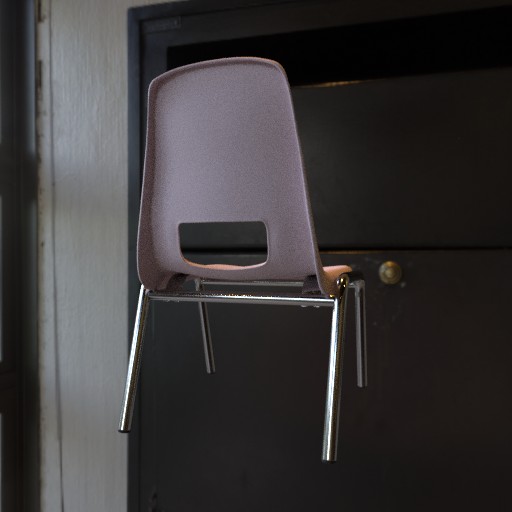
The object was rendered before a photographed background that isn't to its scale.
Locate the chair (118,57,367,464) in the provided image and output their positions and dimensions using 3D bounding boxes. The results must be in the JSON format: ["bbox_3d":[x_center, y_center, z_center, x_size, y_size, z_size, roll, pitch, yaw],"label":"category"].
[{"bbox_3d":[0.000,0.000,0.779,0.354,0.536,0.385,0,0,18],"label":"chair"}]
